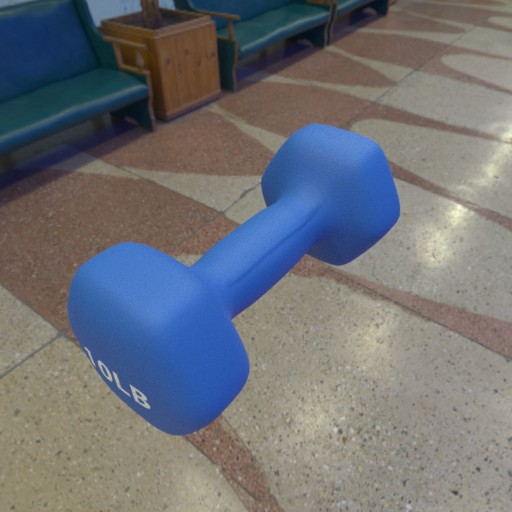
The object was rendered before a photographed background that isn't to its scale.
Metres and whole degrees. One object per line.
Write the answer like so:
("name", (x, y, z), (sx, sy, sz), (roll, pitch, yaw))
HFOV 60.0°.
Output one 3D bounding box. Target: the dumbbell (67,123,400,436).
("dumbbell", (0.000, 0.000, 0.264), (0.103, 0.093, 0.212), (28, 48, 28))
